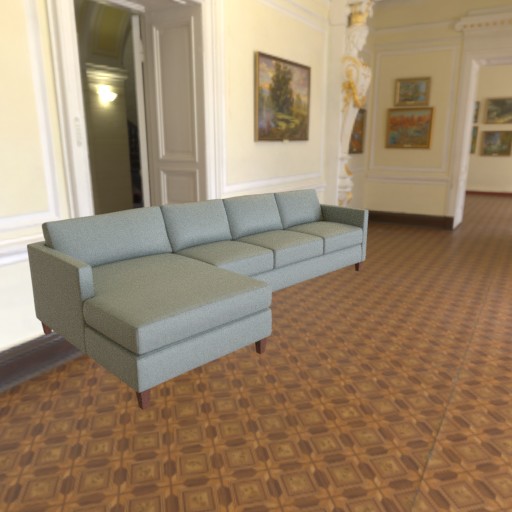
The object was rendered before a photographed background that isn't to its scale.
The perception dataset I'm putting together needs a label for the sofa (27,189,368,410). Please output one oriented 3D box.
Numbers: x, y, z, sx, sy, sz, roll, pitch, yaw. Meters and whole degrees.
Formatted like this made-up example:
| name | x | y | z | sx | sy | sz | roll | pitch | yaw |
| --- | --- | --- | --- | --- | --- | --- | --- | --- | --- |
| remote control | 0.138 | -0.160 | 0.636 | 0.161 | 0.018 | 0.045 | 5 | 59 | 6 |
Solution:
| name | x | y | z | sx | sy | sz | roll | pitch | yaw |
| --- | --- | --- | --- | --- | --- | --- | --- | --- | --- |
| sofa | 0.000 | 0.000 | 4.122 | 1.600 | 0.953 | 3.470 | 14 | 20 | 43 |
